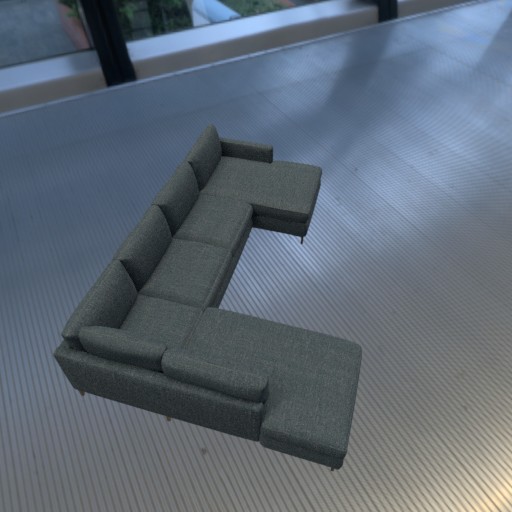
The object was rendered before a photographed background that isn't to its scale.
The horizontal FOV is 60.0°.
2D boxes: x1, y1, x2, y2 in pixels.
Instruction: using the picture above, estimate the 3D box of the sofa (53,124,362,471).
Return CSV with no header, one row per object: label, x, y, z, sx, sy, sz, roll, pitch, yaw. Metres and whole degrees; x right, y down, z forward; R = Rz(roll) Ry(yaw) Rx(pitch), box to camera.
sofa,0.000,0.000,3.590,1.879,0.753,2.737,12,47,11
